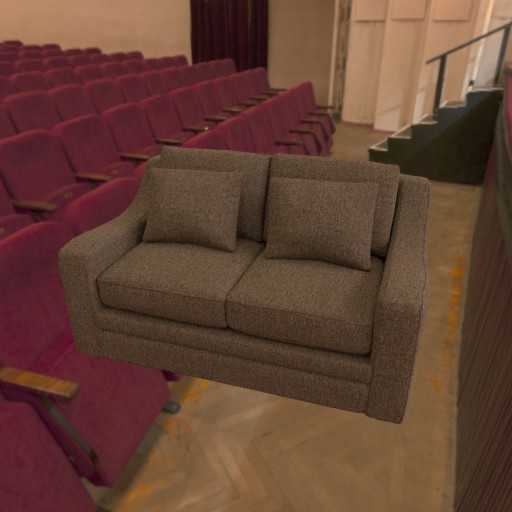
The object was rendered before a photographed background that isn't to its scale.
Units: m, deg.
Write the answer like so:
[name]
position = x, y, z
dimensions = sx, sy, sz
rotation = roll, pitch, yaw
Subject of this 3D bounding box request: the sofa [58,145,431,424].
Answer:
[sofa]
position = 0.000, 0.000, 2.443
dimensions = 1.778, 0.991, 1.120
rotation = 8, 28, 15
